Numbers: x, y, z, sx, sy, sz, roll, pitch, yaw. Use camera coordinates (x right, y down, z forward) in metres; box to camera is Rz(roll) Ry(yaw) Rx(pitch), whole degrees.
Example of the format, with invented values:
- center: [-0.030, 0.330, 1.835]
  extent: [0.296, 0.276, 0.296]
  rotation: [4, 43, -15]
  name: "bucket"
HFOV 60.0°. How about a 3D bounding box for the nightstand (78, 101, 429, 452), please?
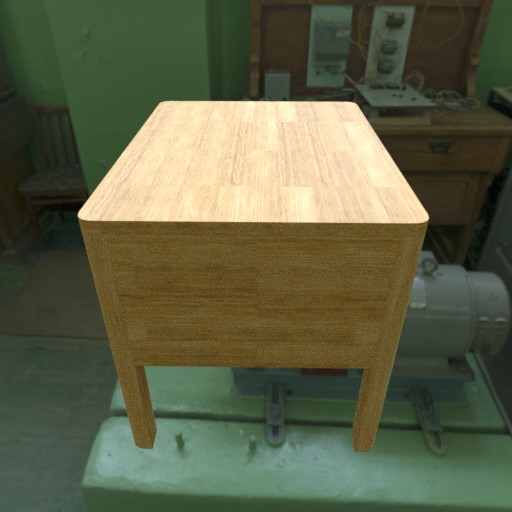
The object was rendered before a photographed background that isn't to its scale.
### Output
- center: [0.000, 0.000, 0.902]
  extent: [0.440, 0.470, 0.560]
  rotation: [1, 34, 1]
  name: "nightstand"
